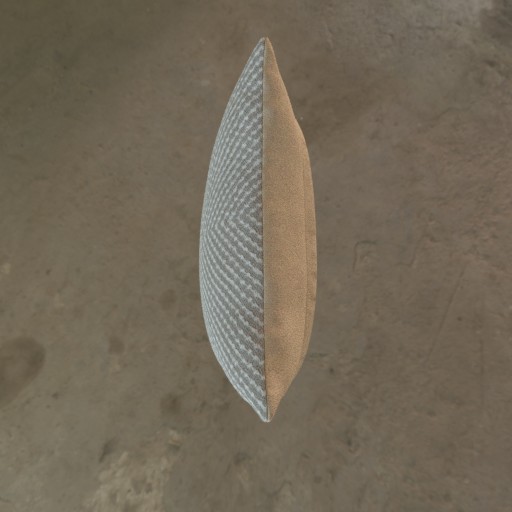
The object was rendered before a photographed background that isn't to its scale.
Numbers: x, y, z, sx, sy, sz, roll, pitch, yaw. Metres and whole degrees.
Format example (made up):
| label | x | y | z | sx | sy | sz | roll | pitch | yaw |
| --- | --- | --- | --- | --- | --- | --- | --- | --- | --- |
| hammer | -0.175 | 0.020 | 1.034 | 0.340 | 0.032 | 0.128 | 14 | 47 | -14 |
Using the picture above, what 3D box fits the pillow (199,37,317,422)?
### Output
| label | x | y | z | sx | sy | sz | roll | pitch | yaw |
| --- | --- | --- | --- | --- | --- | --- | --- | --- | --- |
| pillow | 0.000 | 0.000 | 0.718 | 0.181 | 0.458 | 0.459 | 0 | 76 | 0 |
